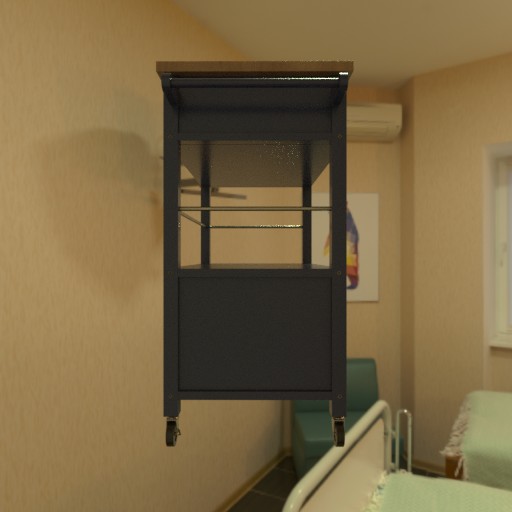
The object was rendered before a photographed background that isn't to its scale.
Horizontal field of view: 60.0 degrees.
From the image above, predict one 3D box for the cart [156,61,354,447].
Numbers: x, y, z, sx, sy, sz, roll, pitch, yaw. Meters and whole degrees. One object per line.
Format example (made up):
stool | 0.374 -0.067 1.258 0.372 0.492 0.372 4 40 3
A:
cart | 0.000 0.000 1.366 0.459 0.901 0.840 0 0 0
